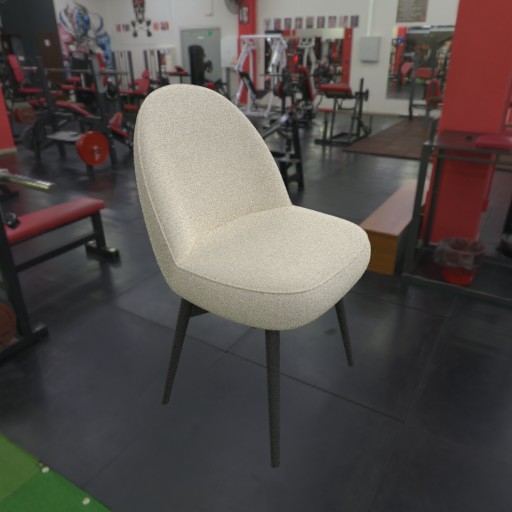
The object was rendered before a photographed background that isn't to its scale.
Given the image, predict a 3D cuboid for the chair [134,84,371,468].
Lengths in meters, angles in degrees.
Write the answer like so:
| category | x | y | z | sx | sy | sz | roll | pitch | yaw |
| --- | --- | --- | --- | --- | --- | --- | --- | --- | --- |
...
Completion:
| category | x | y | z | sx | sy | sz | roll | pitch | yaw |
| --- | --- | --- | --- | --- | --- | --- | --- | --- | --- |
| chair | 0.000 | 0.000 | 1.185 | 0.540 | 0.838 | 0.532 | 16 | 30 | 31 |
